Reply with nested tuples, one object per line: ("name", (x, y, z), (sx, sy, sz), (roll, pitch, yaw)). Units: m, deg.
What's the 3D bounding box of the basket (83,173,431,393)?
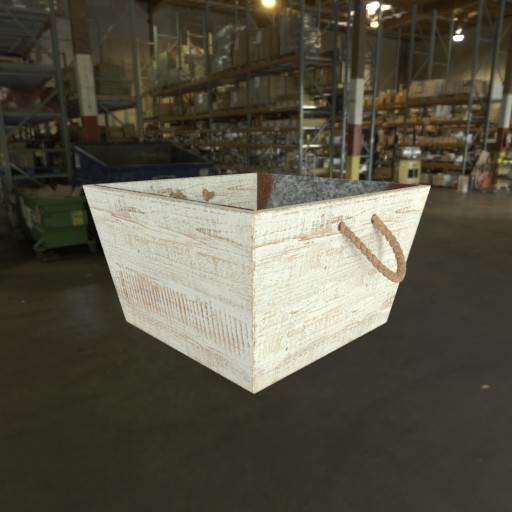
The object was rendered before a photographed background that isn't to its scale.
("basket", (0.000, 0.000, 0.774), (0.413, 0.247, 0.545), (-14, 20, -43))
